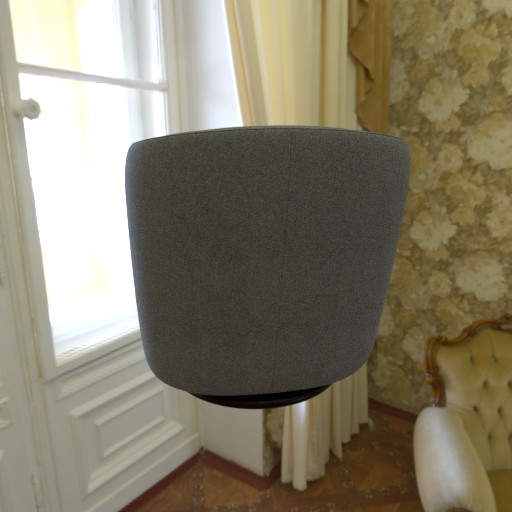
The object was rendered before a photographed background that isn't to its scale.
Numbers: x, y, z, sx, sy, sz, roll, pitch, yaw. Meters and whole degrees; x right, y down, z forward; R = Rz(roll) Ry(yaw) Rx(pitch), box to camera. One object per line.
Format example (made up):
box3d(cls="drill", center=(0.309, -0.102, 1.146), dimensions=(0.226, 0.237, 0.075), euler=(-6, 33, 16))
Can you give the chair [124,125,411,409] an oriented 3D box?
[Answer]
box3d(cls="chair", center=(0.000, 0.000, 1.584), dimensions=(0.822, 0.861, 0.986), euler=(-2, 14, -9))
